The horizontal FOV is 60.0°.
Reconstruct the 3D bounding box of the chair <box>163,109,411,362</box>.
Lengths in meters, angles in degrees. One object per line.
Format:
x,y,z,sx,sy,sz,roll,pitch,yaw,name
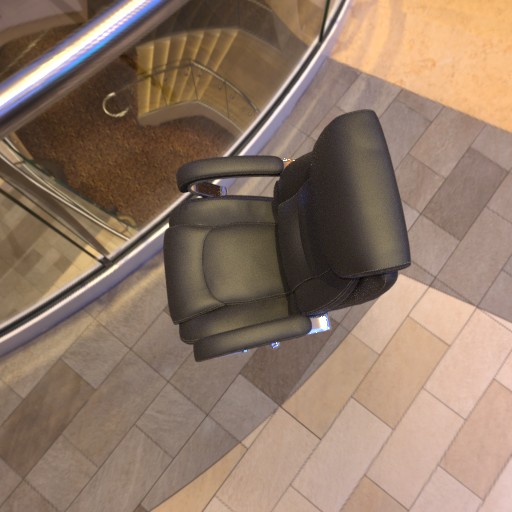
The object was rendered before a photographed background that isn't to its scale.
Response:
0.000,0.000,1.760,0.790,1.183,0.755,-8,76,-2,chair
